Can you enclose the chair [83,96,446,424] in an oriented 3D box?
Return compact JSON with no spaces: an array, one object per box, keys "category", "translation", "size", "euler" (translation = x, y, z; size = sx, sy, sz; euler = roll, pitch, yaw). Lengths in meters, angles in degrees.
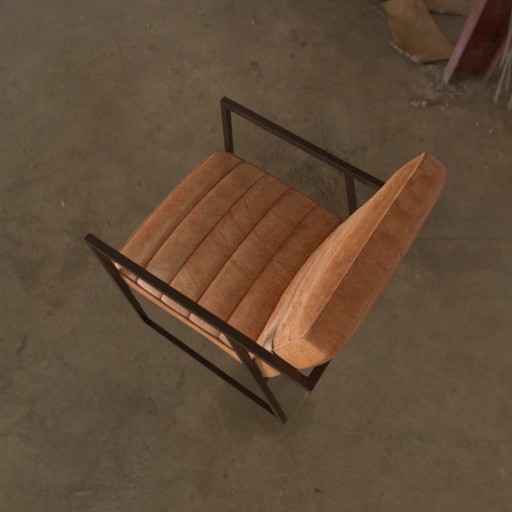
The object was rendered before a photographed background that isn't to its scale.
[{"category":"chair","translation":[0.000,0.000,1.262],"size":[0.677,0.832,0.571],"euler":[32,68,15]}]
